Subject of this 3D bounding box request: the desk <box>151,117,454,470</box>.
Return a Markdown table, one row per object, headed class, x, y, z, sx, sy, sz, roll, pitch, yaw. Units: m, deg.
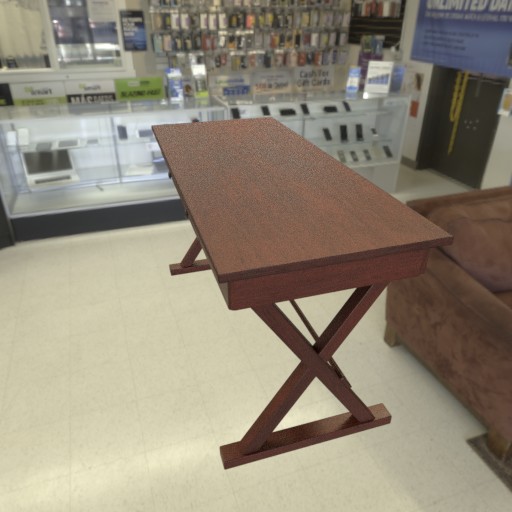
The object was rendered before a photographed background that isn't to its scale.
| class | x | y | z | sx | sy | sz | roll | pitch | yaw |
| --- | --- | --- | --- | --- | --- | --- | --- | --- | --- |
| desk | 0.000 | 0.000 | 1.773 | 0.600 | 0.761 | 1.372 | -9 | 31 | -15 |
